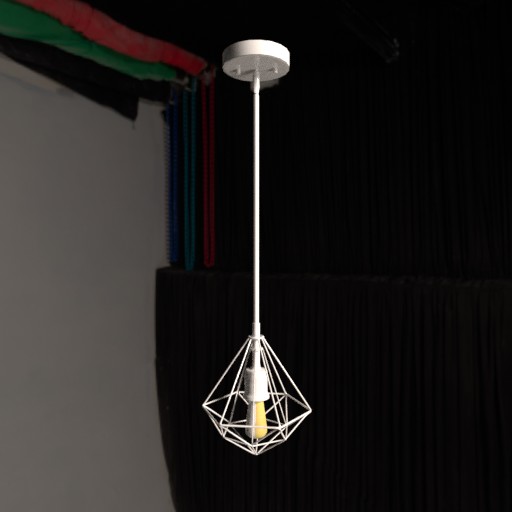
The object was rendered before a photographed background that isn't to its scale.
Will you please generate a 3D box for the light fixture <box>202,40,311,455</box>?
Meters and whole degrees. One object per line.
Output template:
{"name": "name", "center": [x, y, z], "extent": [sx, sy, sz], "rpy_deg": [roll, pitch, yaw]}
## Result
{"name": "light fixture", "center": [0.000, 0.000, 1.960], "extent": [0.431, 1.764, 0.487], "rpy_deg": [0, 1, 37]}
